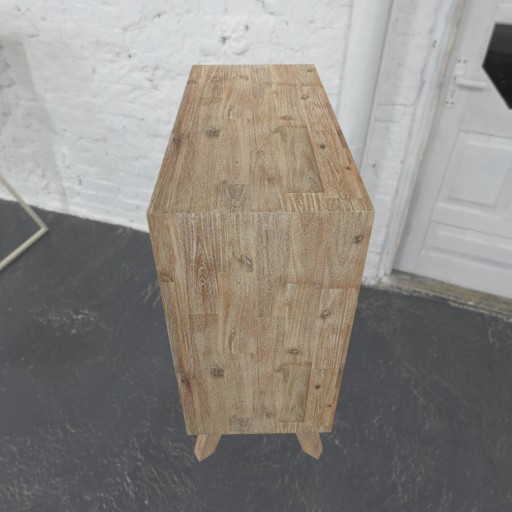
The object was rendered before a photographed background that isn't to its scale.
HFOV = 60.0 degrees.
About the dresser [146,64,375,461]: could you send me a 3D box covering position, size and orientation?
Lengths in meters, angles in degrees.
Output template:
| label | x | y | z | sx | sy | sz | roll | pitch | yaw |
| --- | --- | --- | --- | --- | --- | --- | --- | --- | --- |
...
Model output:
| label | x | y | z | sx | sy | sz | roll | pitch | yaw |
| --- | --- | --- | --- | --- | --- | --- | --- | --- | --- |
| dresser | 0.000 | 0.000 | 1.587 | 0.455 | 1.029 | 0.998 | -1 | 39 | -1 |
